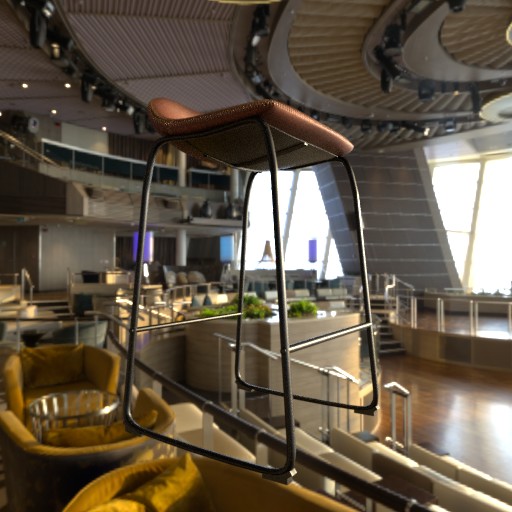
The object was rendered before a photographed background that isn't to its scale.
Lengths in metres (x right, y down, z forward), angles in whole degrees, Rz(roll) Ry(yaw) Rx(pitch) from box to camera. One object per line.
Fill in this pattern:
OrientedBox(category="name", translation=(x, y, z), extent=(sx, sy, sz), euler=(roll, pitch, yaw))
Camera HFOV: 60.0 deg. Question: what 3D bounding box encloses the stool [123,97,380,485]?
OrientedBox(category="stool", translation=(0.000, 0.000, 1.110), extent=(0.473, 0.830, 0.454), euler=(-1, -1, 35))
